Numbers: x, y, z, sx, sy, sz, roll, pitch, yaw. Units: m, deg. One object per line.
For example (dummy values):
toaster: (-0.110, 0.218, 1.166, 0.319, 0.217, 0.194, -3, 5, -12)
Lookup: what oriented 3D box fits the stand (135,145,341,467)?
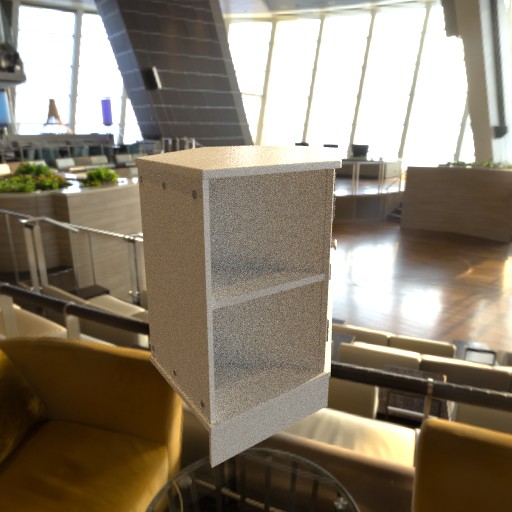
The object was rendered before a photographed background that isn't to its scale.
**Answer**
stand: (0.000, 0.000, 1.343, 0.477, 0.614, 1.072, 3, 17, 10)
